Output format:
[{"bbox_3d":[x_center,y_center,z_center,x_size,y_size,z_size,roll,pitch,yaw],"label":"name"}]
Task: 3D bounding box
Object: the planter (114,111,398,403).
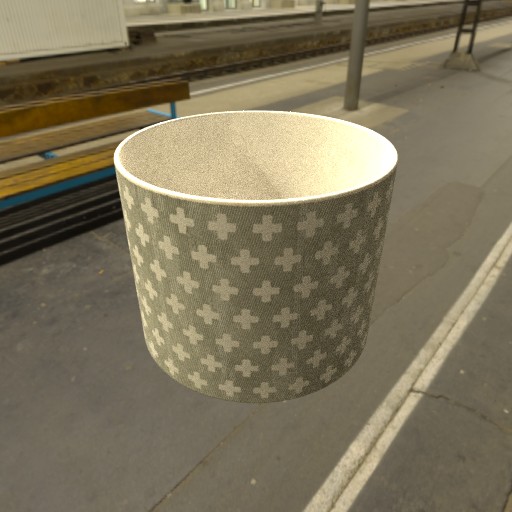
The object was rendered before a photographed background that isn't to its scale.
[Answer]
[{"bbox_3d":[0.000,0.000,0.466,0.250,0.239,0.250,0,32,0],"label":"planter"}]
